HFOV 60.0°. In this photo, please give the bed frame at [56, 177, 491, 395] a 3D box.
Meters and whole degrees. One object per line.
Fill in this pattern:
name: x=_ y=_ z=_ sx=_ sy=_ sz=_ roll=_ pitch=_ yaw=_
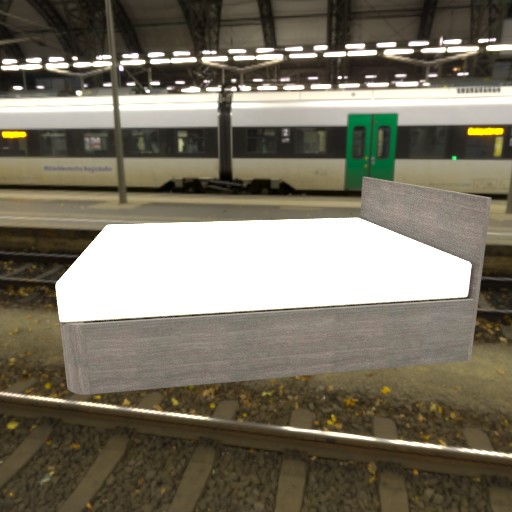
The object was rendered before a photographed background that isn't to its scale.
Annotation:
bed frame: x=0.000 y=0.000 z=2.595 sx=1.900 sy=0.800 sz=1.400 roll=-2 pitch=14 yaw=-10
